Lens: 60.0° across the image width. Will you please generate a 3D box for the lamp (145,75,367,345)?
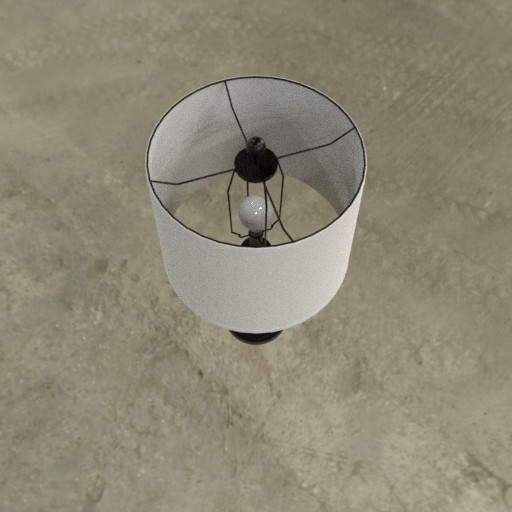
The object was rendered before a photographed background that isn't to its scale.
[{"bbox_3d":[0.000,0.000,0.964,0.383,0.726,0.383,0,62,0],"label":"lamp"}]
